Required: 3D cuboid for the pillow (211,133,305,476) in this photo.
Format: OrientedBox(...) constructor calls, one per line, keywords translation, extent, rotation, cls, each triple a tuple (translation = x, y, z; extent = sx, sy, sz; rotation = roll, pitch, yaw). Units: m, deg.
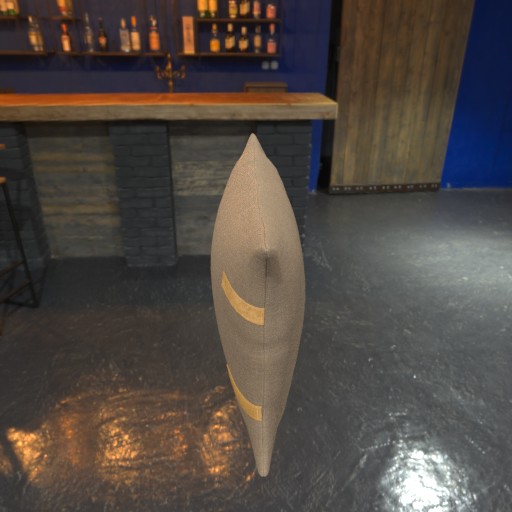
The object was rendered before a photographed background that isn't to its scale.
OrientedBox(translation=(0.000, 0.000, 0.748), extent=(0.148, 0.308, 0.612), rotation=(-1, 26, -1), cls="pillow")
